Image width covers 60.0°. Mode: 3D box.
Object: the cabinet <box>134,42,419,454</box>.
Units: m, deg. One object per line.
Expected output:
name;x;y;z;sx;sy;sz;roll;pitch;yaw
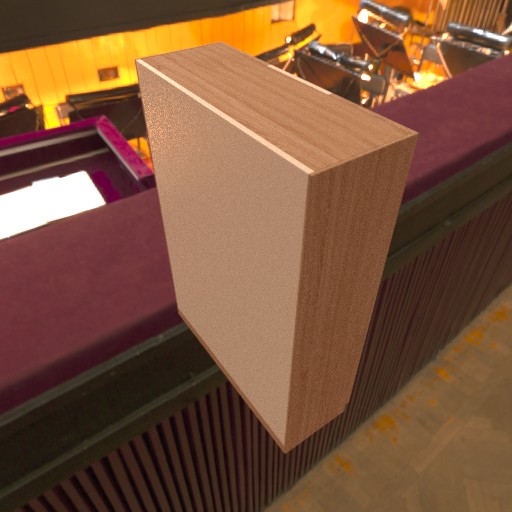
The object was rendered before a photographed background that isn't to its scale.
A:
cabinet;0.000;0.000;2.818;0.590;2.120;1.500;-25;47;-26
